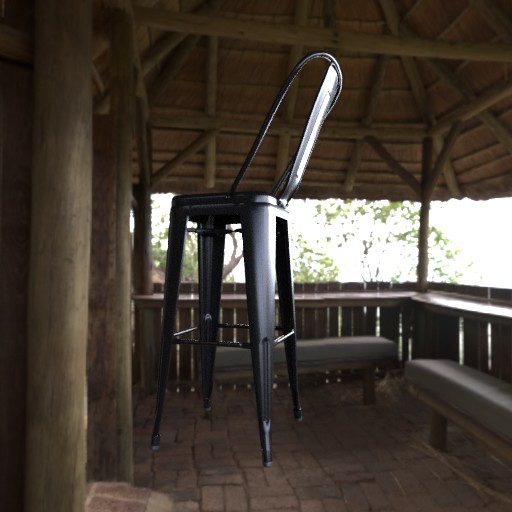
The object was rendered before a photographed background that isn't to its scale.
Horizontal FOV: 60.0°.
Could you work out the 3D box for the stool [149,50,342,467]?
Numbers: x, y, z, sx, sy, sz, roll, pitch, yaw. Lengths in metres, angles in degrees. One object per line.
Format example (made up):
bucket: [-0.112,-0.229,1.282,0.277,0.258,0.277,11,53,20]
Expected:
stool: [0.000,0.000,1.352,0.513,1.096,0.399,0,-1,18]
